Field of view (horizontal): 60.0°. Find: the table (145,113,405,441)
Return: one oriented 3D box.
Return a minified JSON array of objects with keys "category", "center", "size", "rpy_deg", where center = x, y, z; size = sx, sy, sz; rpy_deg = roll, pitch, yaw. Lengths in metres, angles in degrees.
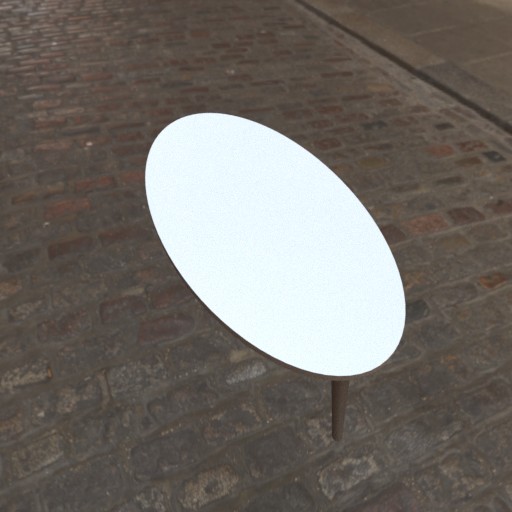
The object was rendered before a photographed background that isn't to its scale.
[{"category":"table","center":[0.000,0.000,1.335],"size":[0.542,0.390,1.083],"rpy_deg":[-18,48,-17]}]
